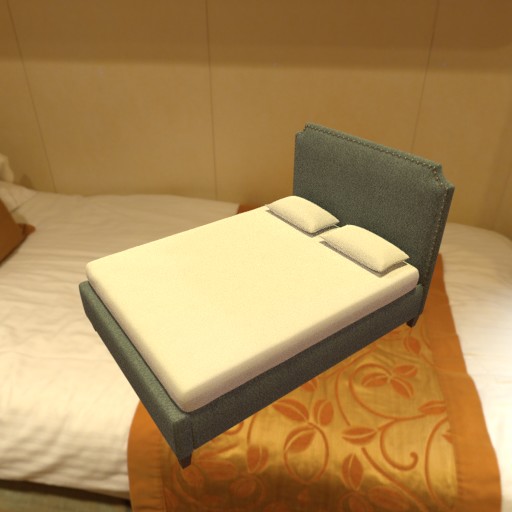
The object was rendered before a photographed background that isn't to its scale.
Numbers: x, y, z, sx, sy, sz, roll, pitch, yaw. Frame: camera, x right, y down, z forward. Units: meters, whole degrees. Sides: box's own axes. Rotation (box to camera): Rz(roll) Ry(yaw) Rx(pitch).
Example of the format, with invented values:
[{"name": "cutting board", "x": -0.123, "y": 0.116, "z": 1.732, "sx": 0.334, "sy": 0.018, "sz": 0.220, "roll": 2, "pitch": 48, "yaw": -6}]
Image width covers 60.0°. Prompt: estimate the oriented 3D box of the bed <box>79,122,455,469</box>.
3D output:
[{"name": "bed", "x": 0.000, "y": 0.000, "z": 3.485, "sx": 2.372, "sy": 1.443, "sz": 1.712, "roll": -21, "pitch": 37, "yaw": -30}]
